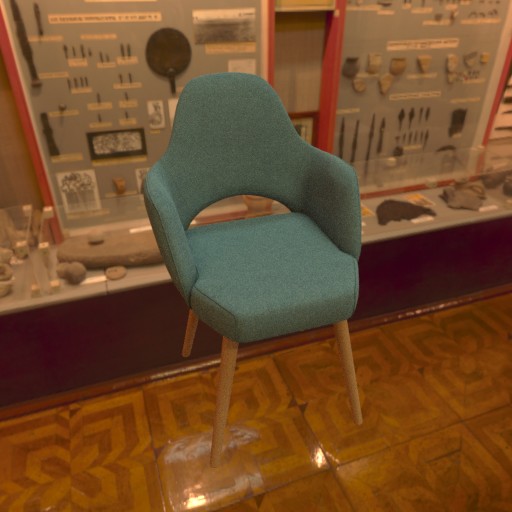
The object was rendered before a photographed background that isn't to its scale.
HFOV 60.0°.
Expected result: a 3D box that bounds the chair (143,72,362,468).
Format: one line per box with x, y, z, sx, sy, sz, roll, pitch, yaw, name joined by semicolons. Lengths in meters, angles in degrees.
0.000;0.000;1.316;0.589;0.920;0.666;-10;34;-15;chair
